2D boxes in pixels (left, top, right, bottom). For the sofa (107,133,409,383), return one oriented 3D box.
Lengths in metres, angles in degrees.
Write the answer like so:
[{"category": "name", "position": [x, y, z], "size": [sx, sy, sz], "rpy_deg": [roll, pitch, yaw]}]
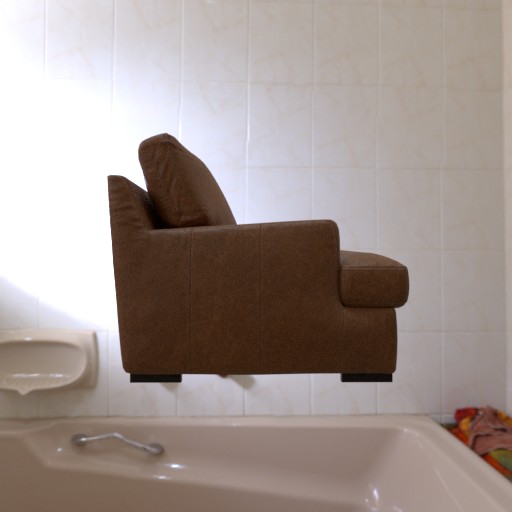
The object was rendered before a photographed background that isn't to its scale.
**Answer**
[{"category": "sofa", "position": [0.000, 0.000, 2.536], "size": [1.144, 0.966, 1.880], "rpy_deg": [0, -1, 0]}]
